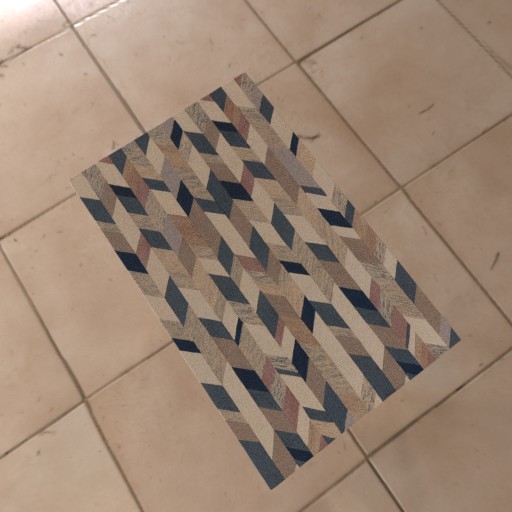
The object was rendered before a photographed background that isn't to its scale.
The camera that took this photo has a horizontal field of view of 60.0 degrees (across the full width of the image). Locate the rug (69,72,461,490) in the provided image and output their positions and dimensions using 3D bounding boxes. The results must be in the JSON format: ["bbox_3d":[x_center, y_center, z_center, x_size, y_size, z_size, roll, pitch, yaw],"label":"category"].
[{"bbox_3d":[0.000,0.000,2.961,1.513,0.008,2.423,-34,78,-8],"label":"rug"}]
